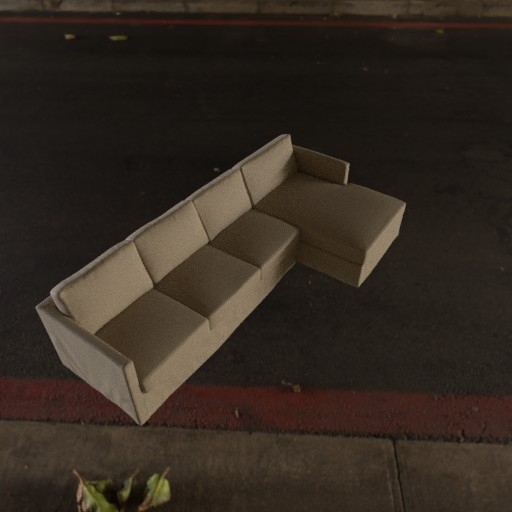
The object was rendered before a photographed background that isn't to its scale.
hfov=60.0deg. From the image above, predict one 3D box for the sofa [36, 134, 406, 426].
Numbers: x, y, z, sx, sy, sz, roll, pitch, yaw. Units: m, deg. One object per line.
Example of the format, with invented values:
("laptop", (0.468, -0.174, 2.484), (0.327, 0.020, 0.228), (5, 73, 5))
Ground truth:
("sofa", (0.000, 0.000, 3.944), (1.622, 0.871, 3.206), (25, 47, 26))
